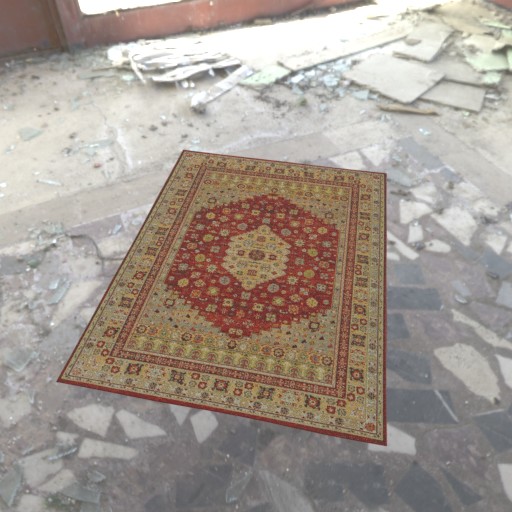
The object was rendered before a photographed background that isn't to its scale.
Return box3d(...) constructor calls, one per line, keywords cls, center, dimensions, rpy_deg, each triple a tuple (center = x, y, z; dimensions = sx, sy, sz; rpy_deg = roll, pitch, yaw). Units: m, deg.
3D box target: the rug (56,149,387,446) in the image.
box3d(cls="rug", center=(0.000, 0.000, 4.118), dimensions=(2.387, 0.013, 3.053), rpy_deg=(8, 48, 8))
